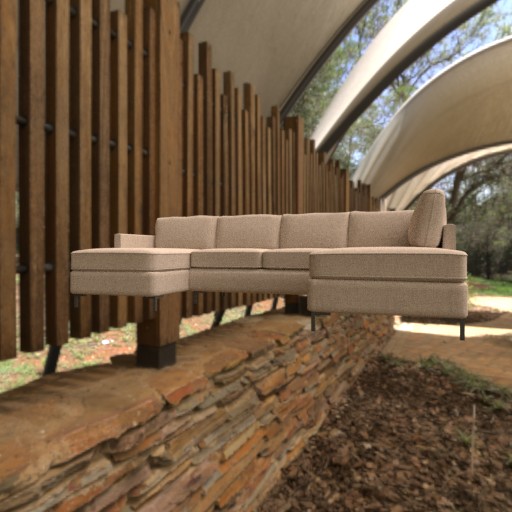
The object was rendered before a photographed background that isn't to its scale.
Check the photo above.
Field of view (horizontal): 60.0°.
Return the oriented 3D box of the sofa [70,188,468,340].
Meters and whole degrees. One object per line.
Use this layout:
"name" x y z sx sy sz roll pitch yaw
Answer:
"sofa" 0.000 0.000 4.186 3.423 0.996 2.021 0 1 19
